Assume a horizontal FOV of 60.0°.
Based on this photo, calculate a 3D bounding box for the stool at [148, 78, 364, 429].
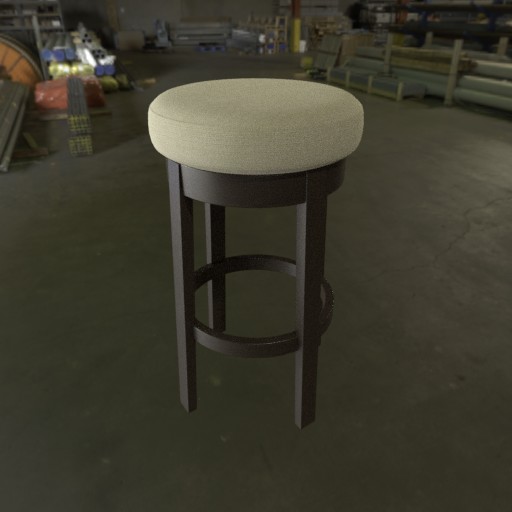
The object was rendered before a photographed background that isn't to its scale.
[{"bbox_3d":[0.000,0.000,1.059,0.446,0.758,0.446,0,30,0],"label":"stool"}]
